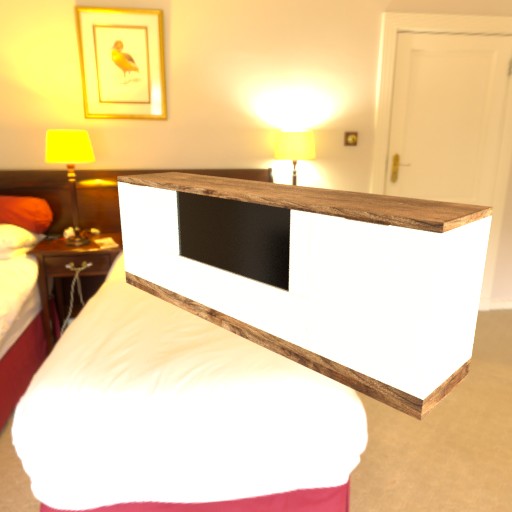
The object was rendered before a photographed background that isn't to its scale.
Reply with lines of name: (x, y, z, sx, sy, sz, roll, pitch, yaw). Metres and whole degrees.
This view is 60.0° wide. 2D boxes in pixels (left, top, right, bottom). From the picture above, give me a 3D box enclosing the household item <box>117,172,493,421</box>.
household item: (0.000, 0.000, 2.009, 0.390, 0.615, 1.800, -15, 22, -42)
